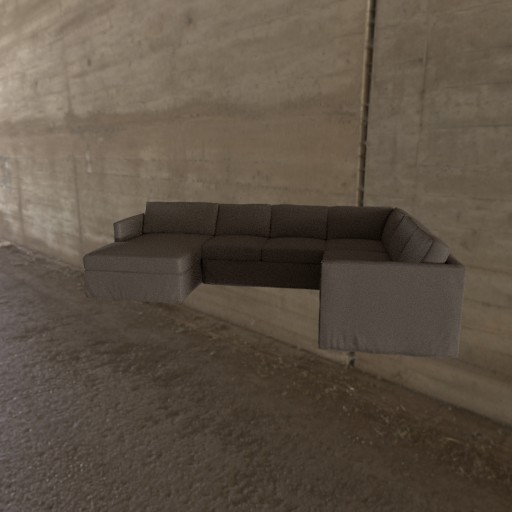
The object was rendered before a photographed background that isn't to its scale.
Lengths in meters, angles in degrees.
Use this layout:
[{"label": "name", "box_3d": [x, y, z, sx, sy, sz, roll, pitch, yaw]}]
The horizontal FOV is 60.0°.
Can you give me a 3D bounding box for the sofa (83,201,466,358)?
[{"label": "sofa", "box_3d": [0.000, 0.000, 4.627, 3.528, 0.878, 2.476, 2, 13, 10]}]
